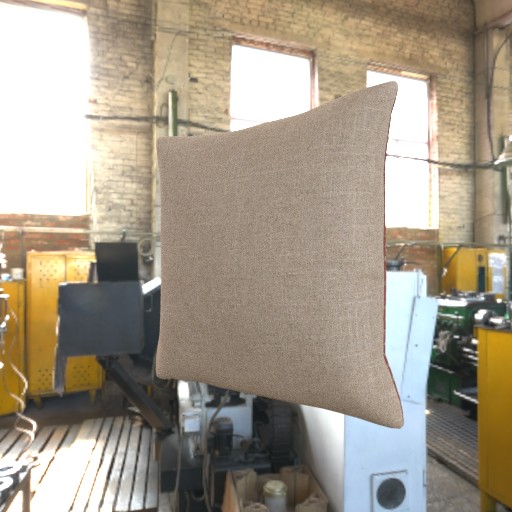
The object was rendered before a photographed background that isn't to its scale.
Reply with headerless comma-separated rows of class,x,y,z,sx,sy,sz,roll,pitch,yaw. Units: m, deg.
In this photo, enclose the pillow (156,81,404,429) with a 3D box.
pillow,0.000,0.000,0.784,0.511,0.503,0.182,-1,-1,35
